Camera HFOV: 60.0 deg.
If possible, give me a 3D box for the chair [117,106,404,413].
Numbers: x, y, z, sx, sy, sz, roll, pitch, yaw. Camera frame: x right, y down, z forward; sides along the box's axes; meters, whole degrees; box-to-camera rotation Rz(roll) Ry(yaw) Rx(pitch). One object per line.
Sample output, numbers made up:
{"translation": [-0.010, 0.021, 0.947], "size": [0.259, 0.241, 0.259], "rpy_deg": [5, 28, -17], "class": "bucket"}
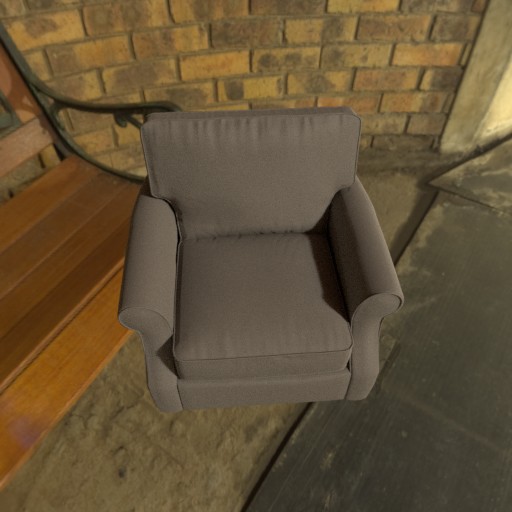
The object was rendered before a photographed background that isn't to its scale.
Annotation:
{"translation": [0.000, 0.000, 1.840], "size": [1.029, 0.967, 0.966], "rpy_deg": [-3, 47, -3], "class": "chair"}
